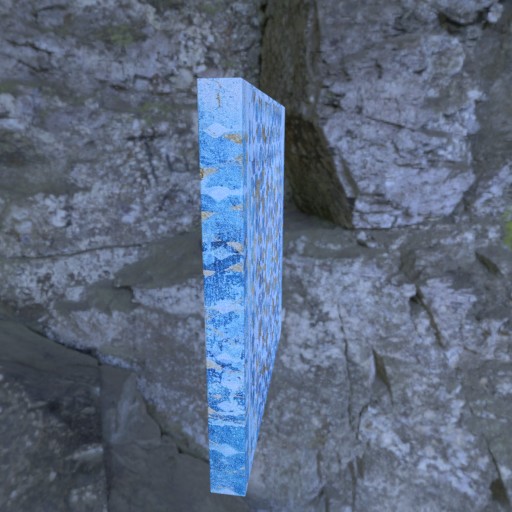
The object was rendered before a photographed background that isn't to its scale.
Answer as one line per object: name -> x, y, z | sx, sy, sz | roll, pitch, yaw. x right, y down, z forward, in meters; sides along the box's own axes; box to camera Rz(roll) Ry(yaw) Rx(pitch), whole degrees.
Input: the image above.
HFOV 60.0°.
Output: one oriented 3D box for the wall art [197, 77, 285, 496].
wall art -> 0.000, 0.000, 0.601 | 0.037, 0.405, 0.405 | 2, 16, 8
